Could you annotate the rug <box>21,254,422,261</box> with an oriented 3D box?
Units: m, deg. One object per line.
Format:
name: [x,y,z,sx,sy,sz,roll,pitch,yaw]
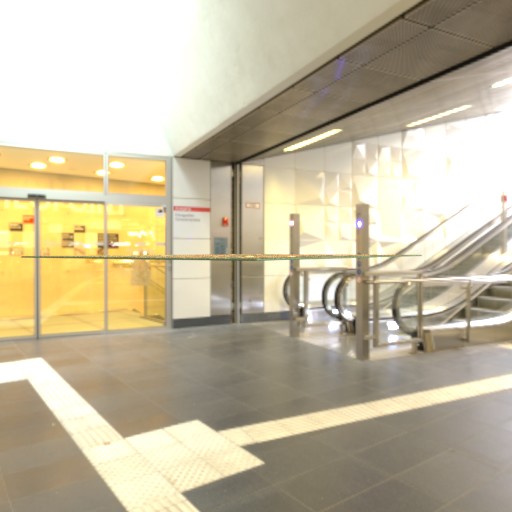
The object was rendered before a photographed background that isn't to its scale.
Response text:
rug: [0.000,0.000,3.009,1.622,0.009,2.373,0,1,34]
